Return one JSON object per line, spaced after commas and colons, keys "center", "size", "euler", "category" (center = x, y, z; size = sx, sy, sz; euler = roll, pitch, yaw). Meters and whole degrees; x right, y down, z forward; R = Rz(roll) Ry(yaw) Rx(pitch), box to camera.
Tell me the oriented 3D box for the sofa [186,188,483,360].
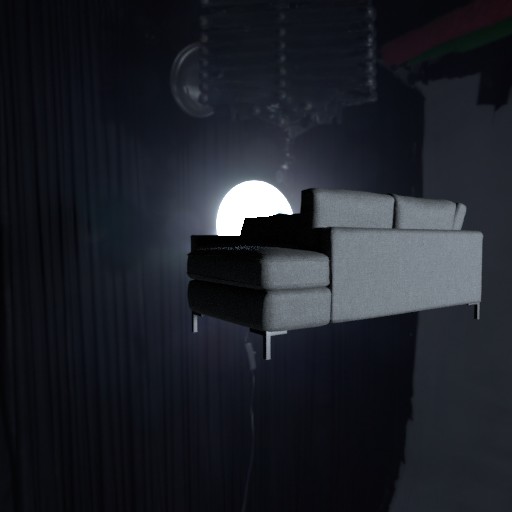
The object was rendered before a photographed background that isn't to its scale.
{"center": [0.000, 0.000, 3.790], "size": [1.984, 0.858, 2.972], "euler": [-1, 2, -34], "category": "sofa"}
